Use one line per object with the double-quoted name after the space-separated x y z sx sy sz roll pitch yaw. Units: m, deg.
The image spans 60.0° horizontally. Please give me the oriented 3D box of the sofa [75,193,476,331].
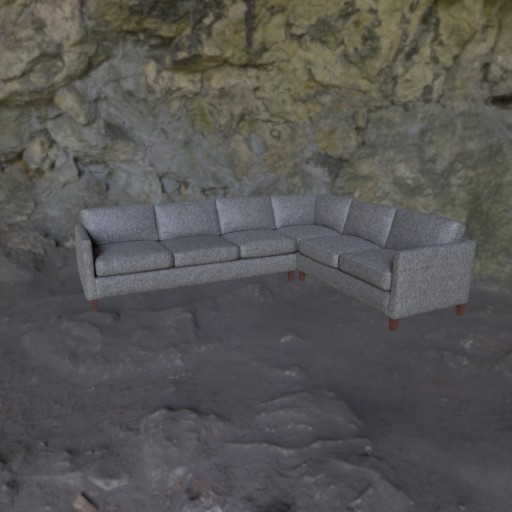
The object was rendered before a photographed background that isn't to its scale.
0.000 0.000 4.538 3.302 0.947 2.593 -7 17 -24 "sofa"
